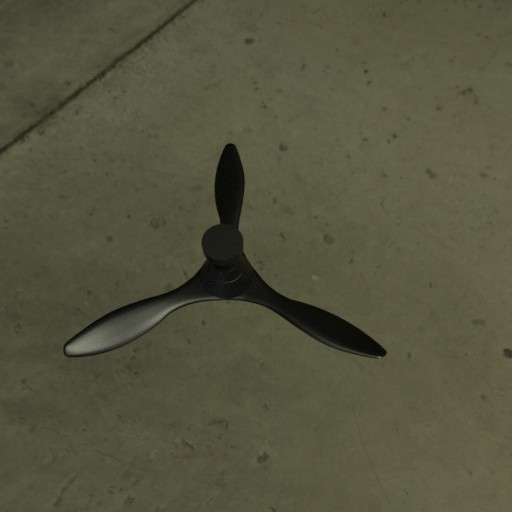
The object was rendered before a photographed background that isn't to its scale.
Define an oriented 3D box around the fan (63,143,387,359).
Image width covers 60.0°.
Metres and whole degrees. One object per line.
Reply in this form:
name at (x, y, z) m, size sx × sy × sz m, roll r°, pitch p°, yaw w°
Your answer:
fan at (0.000, 0.000, 1.611) m, size 1.067 × 0.305 × 1.067 m, roll 16°, pitch 64°, yaw 8°
